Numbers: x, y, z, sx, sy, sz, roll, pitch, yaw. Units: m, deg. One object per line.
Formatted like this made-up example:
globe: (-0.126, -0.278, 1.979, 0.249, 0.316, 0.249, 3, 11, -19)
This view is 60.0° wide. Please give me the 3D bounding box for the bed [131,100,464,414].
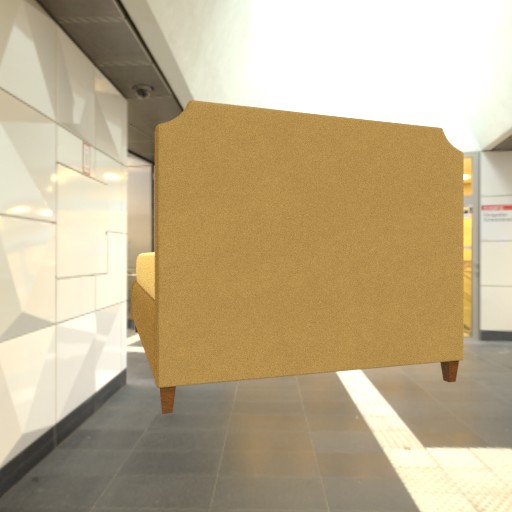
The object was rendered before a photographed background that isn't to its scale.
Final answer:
bed: (0.000, 0.000, 3.318, 1.703, 1.415, 2.329, 0, 0, -18)
